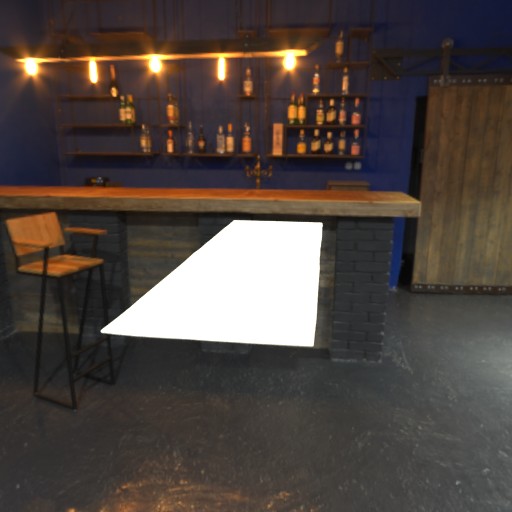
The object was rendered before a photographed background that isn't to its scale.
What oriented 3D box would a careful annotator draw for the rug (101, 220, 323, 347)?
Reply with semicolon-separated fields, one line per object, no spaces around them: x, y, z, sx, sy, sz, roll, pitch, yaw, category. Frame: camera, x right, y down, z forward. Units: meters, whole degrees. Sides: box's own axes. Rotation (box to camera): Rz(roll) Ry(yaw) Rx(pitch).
0.000;0.000;2.745;0.793;0.014;2.450;2;14;9;rug
